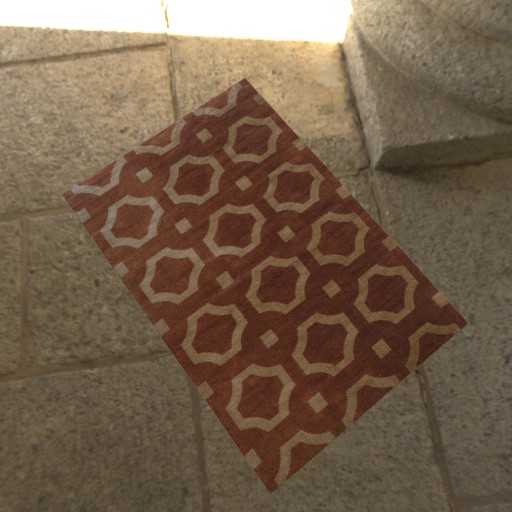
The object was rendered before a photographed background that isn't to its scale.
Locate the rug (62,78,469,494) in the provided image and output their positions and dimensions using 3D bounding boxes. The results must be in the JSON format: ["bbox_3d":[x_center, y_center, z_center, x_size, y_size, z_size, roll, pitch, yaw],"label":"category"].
[{"bbox_3d":[0.000,0.000,2.854,1.555,0.016,2.286,-36,76,-11],"label":"rug"}]
